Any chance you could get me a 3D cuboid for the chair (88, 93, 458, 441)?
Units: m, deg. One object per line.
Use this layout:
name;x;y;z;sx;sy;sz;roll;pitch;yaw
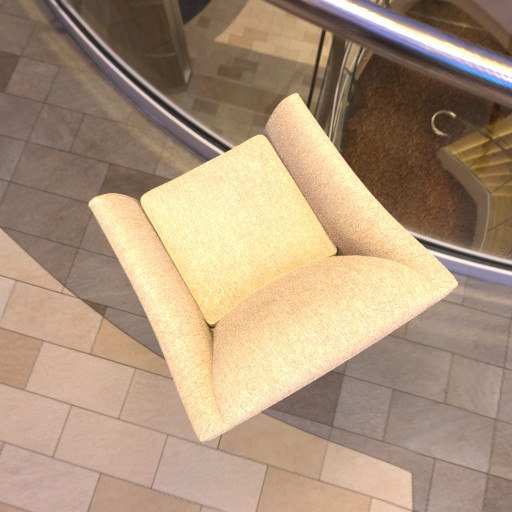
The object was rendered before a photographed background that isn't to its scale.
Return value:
chair;0.000;0.000;1.446;0.763;0.839;0.787;-30;78;-7
